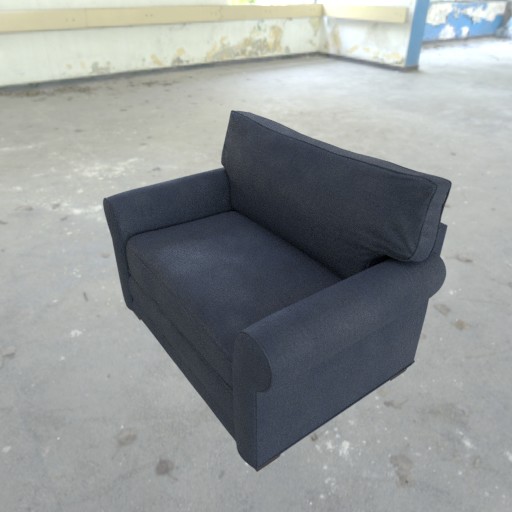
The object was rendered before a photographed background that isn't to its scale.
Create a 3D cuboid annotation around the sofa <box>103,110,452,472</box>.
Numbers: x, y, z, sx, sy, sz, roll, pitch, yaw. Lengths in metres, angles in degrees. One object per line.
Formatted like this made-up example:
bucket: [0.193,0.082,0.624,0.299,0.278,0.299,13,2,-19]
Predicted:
sofa: [0.000,0.000,2.033,0.938,1.004,1.405,-21,37,-30]
